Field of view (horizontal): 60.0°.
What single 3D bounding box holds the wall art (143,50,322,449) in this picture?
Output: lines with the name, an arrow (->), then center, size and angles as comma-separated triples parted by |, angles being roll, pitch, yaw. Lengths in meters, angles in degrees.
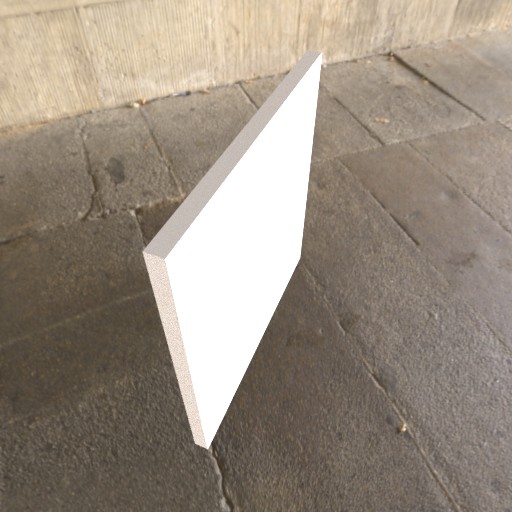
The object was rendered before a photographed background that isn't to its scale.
wall art -> 0.000, 0.000, 0.851 | 0.028, 0.559, 0.559 | 17, 50, 15
